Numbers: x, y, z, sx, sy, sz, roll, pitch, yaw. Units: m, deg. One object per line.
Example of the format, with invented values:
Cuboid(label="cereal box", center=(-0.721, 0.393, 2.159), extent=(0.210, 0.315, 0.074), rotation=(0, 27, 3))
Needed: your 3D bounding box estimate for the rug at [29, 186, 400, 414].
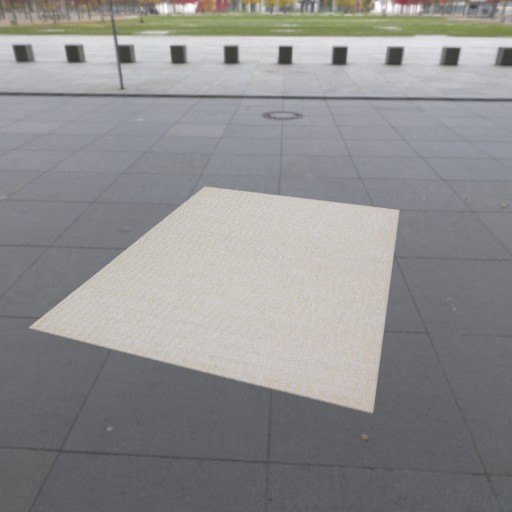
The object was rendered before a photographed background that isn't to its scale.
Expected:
Cuboid(label="rug", center=(0.000, 0.000, 4.092), extent=(2.410, 0.021, 3.055), rotation=(9, 30, 16))
